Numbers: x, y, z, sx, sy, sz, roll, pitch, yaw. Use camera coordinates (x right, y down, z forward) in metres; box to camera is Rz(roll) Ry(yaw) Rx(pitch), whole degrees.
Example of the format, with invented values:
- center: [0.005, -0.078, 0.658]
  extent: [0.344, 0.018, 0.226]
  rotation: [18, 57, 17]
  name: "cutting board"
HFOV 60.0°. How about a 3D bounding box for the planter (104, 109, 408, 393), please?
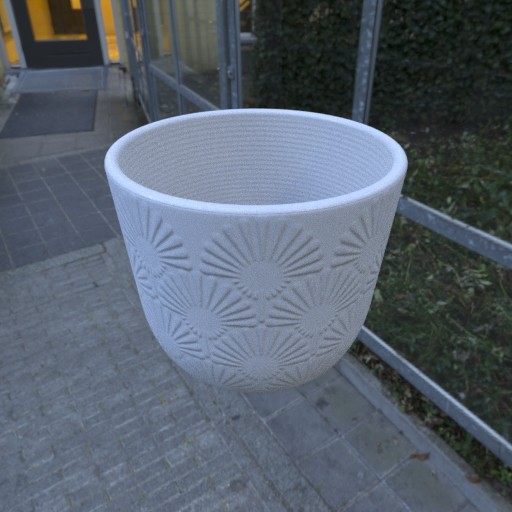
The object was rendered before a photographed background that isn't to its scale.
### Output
- center: [0.000, 0.000, 0.297]
  extent: [0.170, 0.152, 0.170]
  rotation: [0, 32, 0]
  name: "planter"
